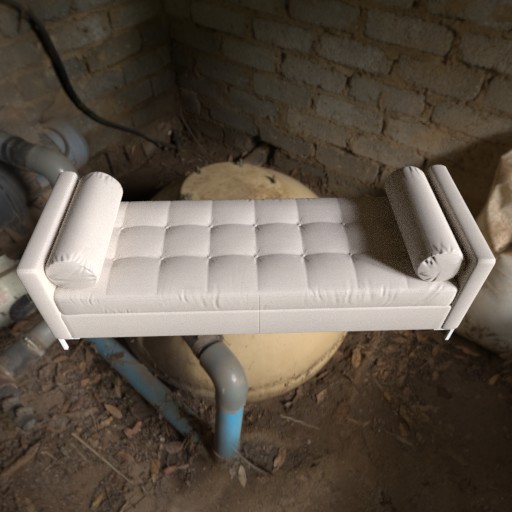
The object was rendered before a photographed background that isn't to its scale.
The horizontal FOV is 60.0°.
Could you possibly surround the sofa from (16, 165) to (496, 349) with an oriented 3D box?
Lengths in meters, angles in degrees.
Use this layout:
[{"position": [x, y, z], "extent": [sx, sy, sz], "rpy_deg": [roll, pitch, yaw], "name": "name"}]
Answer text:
[{"position": [0.000, 0.000, 2.261], "extent": [1.981, 0.635, 0.686], "rpy_deg": [-1, 47, -1], "name": "sofa"}]
